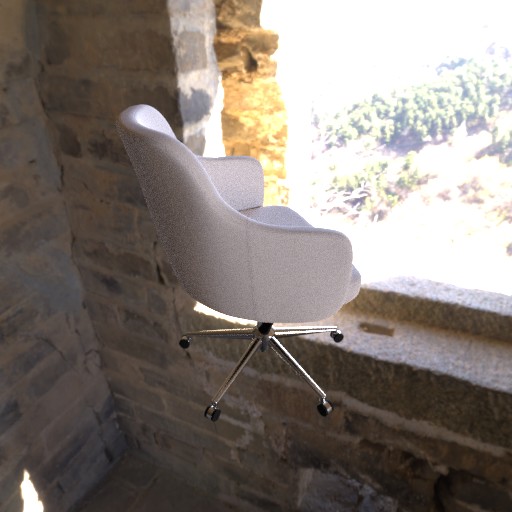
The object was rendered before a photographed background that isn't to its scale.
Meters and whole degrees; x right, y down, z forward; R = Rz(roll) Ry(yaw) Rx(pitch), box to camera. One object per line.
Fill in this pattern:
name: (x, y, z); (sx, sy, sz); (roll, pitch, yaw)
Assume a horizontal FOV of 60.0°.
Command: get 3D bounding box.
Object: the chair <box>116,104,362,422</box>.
chair: (0.000, 0.000, 1.265); (0.647, 0.819, 0.602); (-11, 32, -18)
